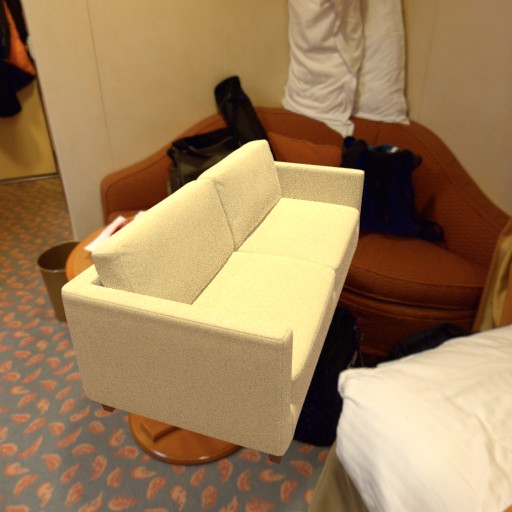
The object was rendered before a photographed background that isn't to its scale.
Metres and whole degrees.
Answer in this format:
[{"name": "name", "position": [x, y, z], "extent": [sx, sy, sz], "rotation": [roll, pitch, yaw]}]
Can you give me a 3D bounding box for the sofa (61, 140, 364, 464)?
[{"name": "sofa", "position": [0.000, 0.000, 2.512], "extent": [0.965, 0.889, 1.981], "rotation": [9, 29, 17]}]
